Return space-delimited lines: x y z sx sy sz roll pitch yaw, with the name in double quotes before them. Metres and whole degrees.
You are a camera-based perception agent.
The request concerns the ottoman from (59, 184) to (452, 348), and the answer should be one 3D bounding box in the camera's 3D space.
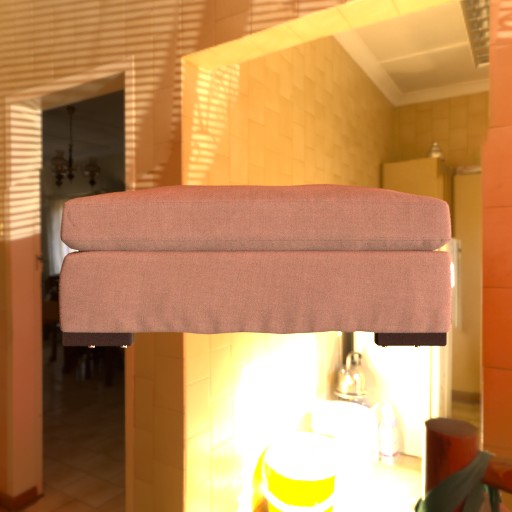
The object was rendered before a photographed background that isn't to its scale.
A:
"ottoman" 0.000 0.000 1.850 1.171 0.517 1.203 0 1 0
